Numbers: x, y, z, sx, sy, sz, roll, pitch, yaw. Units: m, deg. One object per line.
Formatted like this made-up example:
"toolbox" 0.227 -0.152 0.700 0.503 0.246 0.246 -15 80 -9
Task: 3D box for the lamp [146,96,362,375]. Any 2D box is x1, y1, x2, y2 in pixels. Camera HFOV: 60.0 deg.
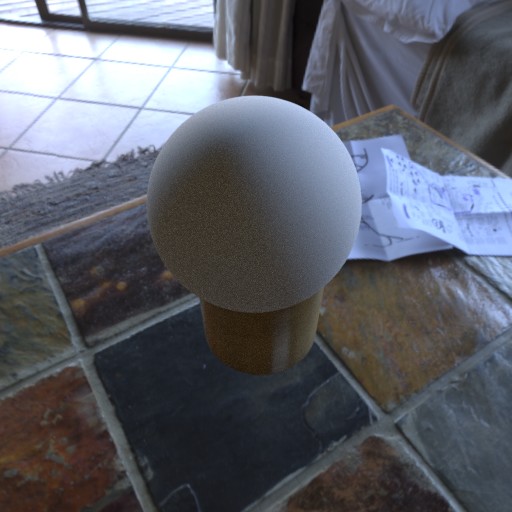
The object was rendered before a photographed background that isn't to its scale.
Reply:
"lamp" 0.000 0.000 0.343 0.141 0.250 0.152 10 48 9
